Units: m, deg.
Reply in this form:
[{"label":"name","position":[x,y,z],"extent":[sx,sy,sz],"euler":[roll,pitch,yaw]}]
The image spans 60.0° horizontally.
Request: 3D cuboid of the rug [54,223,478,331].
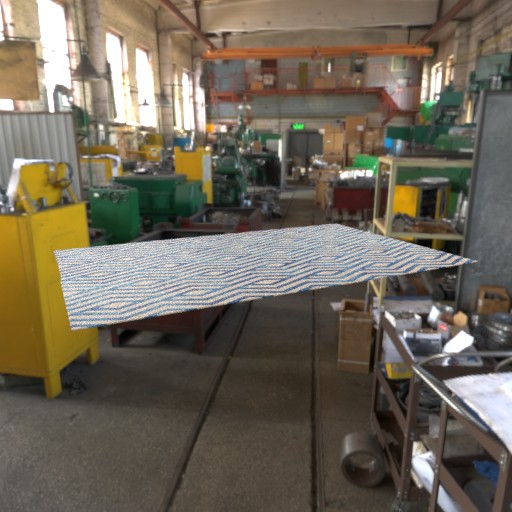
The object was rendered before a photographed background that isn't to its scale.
[{"label":"rug","position":[0.000,0.000,3.001],"extent":[2.439,0.008,1.531],"euler":[-7,16,-25]}]
